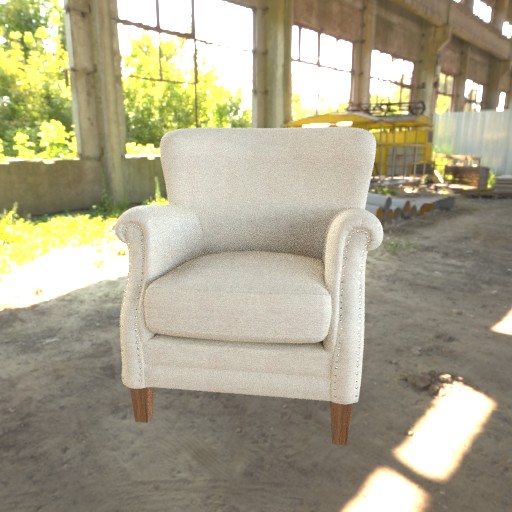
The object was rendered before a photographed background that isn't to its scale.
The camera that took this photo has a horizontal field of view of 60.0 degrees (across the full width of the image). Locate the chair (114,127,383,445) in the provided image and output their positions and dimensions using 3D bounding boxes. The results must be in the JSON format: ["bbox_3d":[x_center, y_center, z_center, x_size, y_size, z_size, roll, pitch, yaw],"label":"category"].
[{"bbox_3d":[0.000,0.000,1.626,0.861,0.936,0.921,2,14,8],"label":"chair"}]
